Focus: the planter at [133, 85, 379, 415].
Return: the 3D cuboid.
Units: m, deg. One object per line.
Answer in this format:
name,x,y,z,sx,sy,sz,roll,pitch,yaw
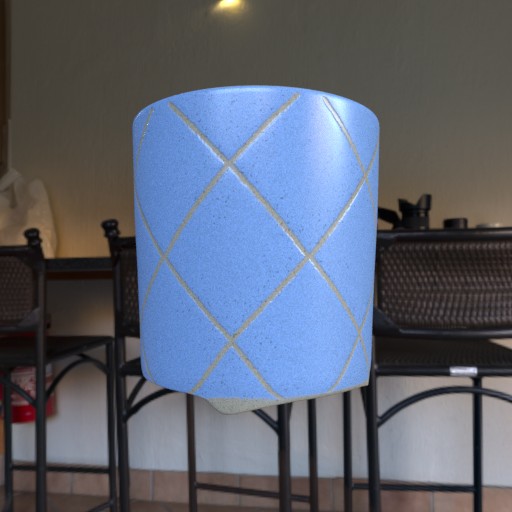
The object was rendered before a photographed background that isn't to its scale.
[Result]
planter,0.000,0.000,0.421,0.227,0.235,0.227,0,-2,0
